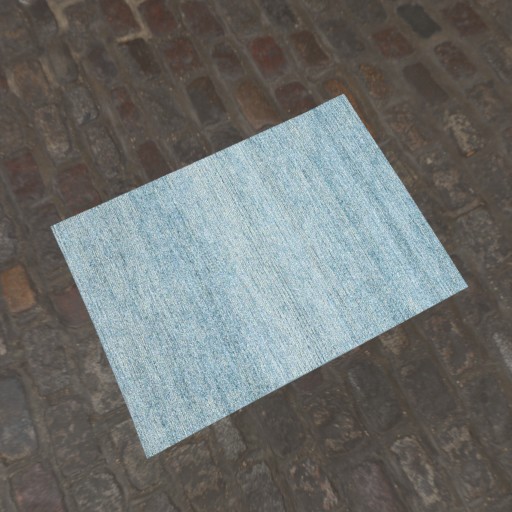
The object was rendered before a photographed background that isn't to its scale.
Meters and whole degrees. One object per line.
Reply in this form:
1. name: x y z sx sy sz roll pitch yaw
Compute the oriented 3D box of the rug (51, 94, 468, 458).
1. rug: 0.000 0.000 2.899 2.260 0.026 1.611 -26 76 -7
